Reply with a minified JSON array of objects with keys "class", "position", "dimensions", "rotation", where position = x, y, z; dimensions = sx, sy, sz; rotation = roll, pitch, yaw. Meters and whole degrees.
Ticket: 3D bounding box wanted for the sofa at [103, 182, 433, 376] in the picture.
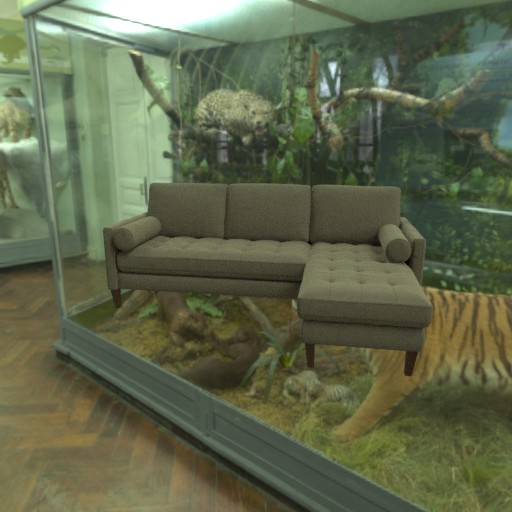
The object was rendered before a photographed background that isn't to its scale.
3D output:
[{"class":"sofa","position":[0.000,0.000,3.032],"dimensions":[2.178,0.875,1.506],"rotation":[3,15,10]}]
